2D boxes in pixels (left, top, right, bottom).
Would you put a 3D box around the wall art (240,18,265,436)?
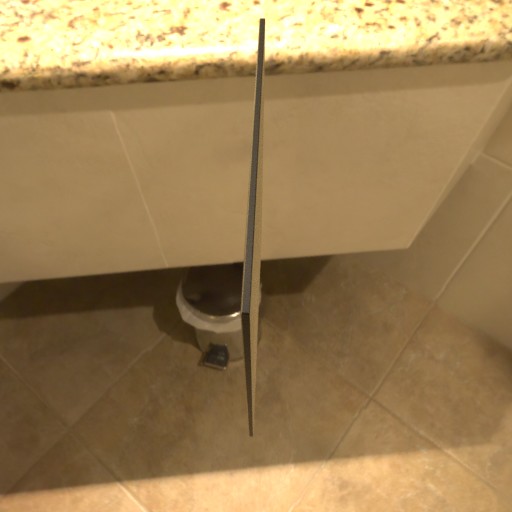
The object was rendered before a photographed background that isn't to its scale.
[{"bbox_3d":[0.000,0.000,0.763,0.009,0.559,0.483,2,57,1],"label":"wall art"}]
